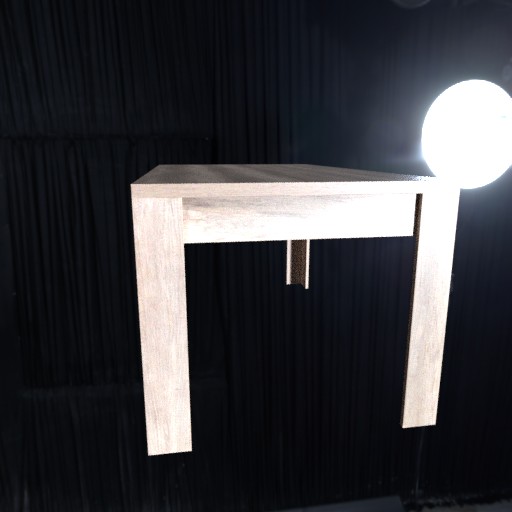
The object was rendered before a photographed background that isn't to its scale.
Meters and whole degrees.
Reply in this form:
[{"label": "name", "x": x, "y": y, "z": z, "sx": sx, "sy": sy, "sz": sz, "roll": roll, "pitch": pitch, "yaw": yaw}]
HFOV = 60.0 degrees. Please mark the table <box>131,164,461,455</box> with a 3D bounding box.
[{"label": "table", "x": 0.000, "y": 0.000, "z": 2.030, "sx": 0.900, "sy": 0.775, "sz": 1.600, "roll": -2, "pitch": 13, "yaw": -9}]
